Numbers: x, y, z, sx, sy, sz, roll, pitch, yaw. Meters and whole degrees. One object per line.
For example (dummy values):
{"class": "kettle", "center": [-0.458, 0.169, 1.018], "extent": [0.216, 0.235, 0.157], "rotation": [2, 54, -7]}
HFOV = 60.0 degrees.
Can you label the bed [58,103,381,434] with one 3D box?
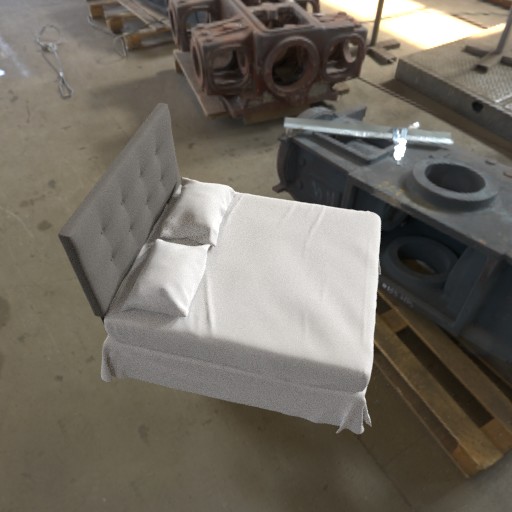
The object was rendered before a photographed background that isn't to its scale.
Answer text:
{"class": "bed", "center": [0.000, 0.000, 3.574], "extent": [2.222, 1.577, 1.936], "rotation": [10, 48, 9]}
